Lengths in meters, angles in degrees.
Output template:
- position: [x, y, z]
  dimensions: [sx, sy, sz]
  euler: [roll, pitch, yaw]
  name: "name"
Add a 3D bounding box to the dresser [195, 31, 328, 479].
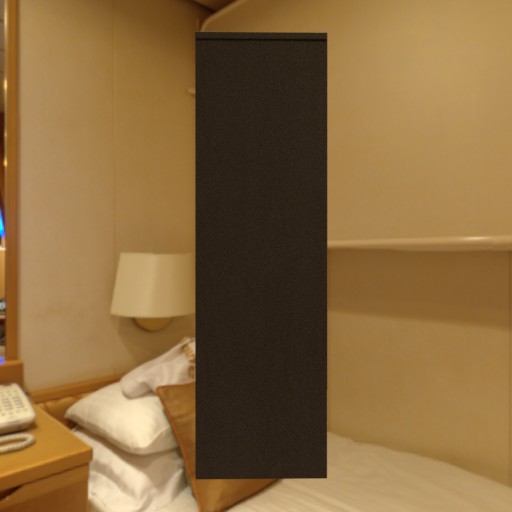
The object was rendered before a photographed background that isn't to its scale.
- position: [0.000, 0.000, 1.593]
  dimensions: [0.399, 1.255, 0.704]
  euler: [0, 0, -1]
  name: "dresser"
